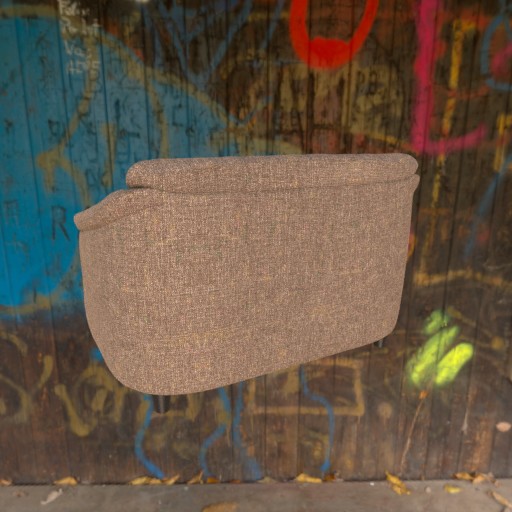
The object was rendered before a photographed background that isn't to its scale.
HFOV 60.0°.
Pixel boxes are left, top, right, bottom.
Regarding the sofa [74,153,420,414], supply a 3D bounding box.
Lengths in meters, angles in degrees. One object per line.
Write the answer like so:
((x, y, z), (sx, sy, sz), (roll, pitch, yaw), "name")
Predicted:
((0.000, 0.000, 1.953), (1.404, 0.895, 0.799), (-8, 17, -28), "sofa")
